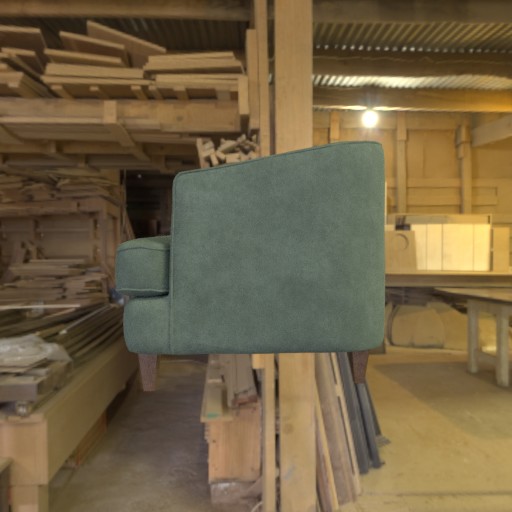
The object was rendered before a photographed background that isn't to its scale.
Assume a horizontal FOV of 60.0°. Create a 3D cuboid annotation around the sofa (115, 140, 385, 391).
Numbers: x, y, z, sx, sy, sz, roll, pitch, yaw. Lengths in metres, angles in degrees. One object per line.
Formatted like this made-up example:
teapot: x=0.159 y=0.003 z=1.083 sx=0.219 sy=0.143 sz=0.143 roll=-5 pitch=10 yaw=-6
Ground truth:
sofa: x=0.000 y=0.000 z=2.241 sx=0.941 sy=0.855 sz=1.733 roll=0 pitch=1 yaw=0
